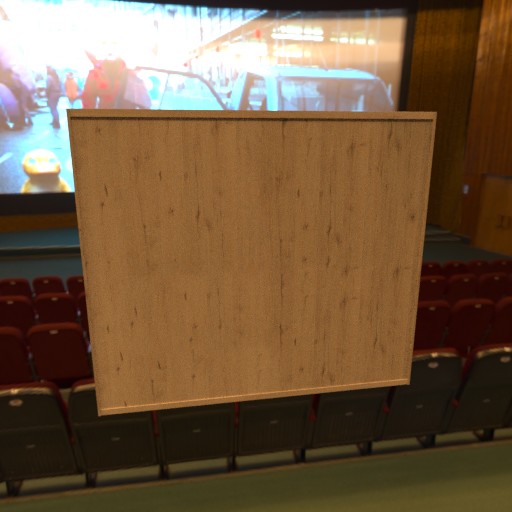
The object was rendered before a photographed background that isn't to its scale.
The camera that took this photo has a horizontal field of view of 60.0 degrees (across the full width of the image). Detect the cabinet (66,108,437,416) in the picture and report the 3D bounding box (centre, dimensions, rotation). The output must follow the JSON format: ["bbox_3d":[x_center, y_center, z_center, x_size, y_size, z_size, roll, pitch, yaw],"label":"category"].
[{"bbox_3d":[0.000,0.000,3.541,2.500,2.180,0.660,-3,15,-10],"label":"cabinet"}]
